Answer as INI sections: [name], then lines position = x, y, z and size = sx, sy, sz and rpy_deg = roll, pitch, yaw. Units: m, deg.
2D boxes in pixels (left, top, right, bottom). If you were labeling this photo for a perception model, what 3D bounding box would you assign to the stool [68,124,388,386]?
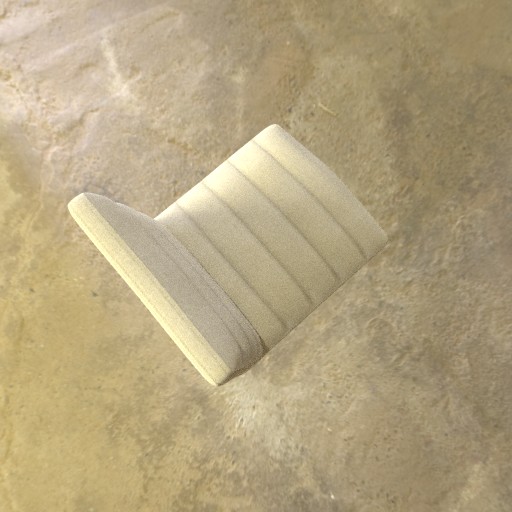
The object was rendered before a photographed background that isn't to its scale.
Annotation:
[stool]
position = 0.000, 0.000, 1.282
size = 0.567, 0.971, 0.459
rpy_deg = -40, 79, -9
